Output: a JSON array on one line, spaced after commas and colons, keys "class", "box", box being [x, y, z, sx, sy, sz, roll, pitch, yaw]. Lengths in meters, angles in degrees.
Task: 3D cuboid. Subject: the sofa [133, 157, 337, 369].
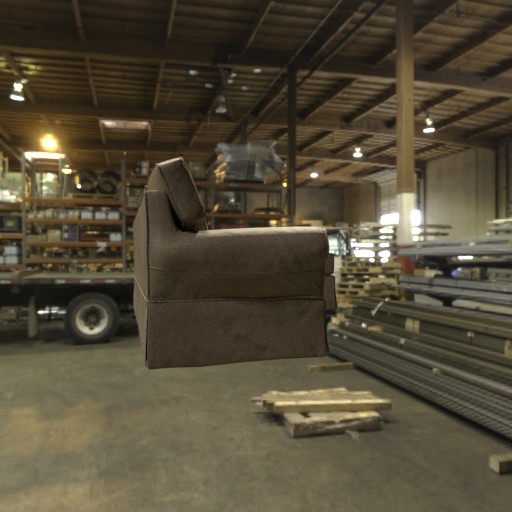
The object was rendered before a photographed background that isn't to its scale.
[{"class": "sofa", "box": [0.000, 0.000, 3.322, 1.733, 0.978, 2.475, 0, 1, -17]}]
